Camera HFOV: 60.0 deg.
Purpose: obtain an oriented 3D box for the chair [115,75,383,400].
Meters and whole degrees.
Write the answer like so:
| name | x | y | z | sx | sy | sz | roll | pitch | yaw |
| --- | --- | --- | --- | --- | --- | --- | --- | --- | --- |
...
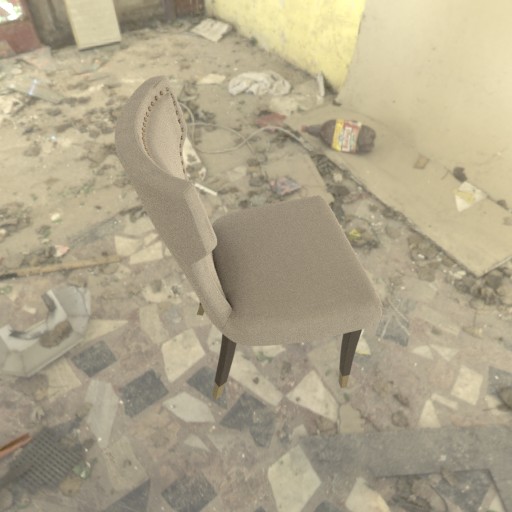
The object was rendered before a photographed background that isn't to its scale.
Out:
| name | x | y | z | sx | sy | sz | roll | pitch | yaw |
| --- | --- | --- | --- | --- | --- | --- | --- | --- | --- |
| chair | 0.000 | 0.000 | 1.337 | 0.630 | 0.950 | 0.526 | -10 | 48 | -9 |
